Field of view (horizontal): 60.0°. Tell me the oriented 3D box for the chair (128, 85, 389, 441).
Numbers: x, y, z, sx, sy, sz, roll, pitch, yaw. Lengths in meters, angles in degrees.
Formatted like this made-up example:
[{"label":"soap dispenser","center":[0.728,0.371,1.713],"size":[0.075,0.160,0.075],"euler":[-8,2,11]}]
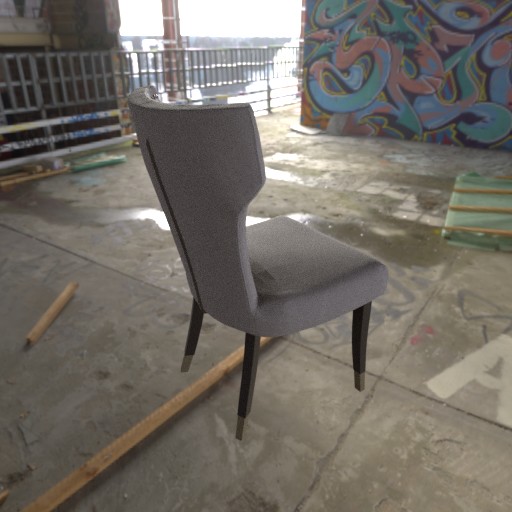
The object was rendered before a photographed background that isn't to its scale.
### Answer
[{"label":"chair","center":[0.000,0.000,1.331],"size":[0.630,0.950,0.526],"euler":[-18,31,-31]}]
